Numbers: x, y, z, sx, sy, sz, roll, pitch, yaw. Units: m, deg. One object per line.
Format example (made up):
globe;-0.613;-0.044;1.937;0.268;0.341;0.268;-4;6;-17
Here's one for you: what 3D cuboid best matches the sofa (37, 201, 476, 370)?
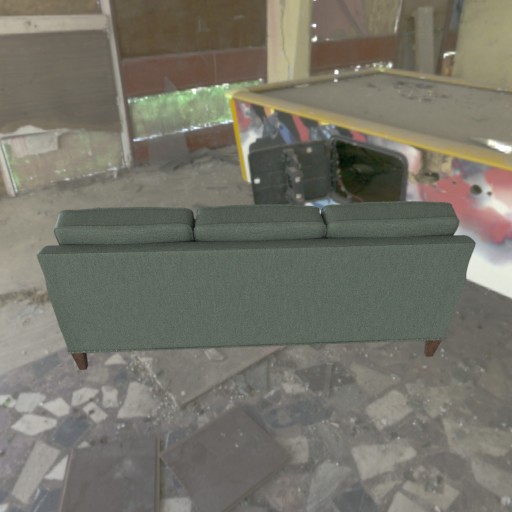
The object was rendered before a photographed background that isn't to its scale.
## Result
sofa;0.000;0.000;2.795;2.246;1.003;1.084;-2;31;-3
